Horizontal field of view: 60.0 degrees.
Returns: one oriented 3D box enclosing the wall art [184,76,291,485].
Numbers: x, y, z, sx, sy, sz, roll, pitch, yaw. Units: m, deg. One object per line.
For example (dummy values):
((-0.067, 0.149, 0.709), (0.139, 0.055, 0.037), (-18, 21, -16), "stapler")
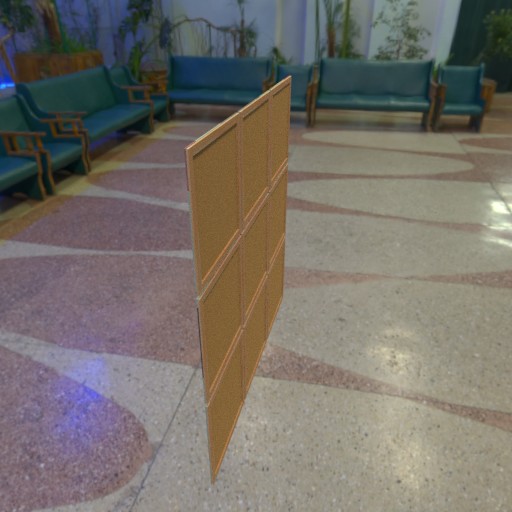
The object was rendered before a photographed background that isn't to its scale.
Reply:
((0.000, 0.000, 2.250), (0.013, 1.519, 1.521), (7, 30, 13), "wall art")
